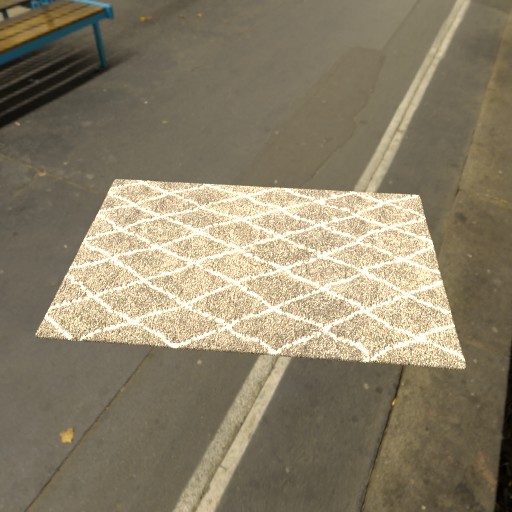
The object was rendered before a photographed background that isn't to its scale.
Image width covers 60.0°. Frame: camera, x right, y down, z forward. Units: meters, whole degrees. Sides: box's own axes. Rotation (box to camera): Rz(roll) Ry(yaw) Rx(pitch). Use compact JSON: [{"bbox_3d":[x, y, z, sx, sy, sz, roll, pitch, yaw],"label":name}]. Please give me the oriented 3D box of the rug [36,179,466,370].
[{"bbox_3d":[0.000,0.000,3.015,2.438,0.030,1.524,4,46,3],"label":"rug"}]
